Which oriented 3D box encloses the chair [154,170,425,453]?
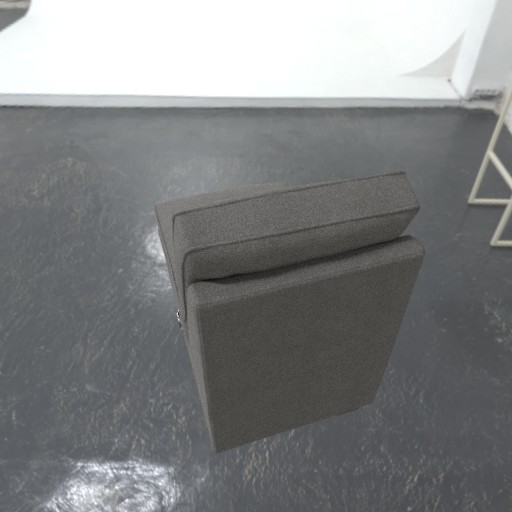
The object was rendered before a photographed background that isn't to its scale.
[{"bbox_3d":[0.000,0.000,1.595,0.621,0.970,0.938,-12,43,-14],"label":"chair"}]
